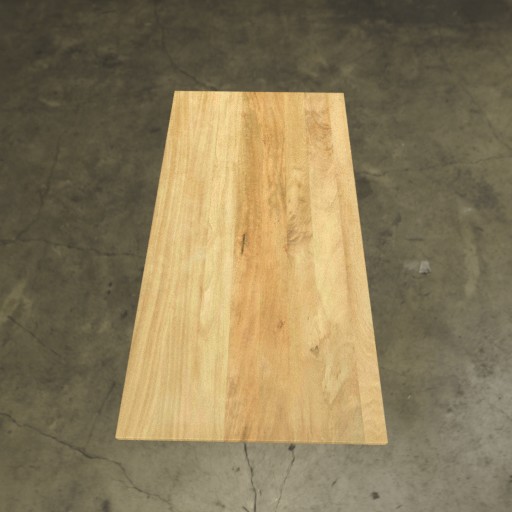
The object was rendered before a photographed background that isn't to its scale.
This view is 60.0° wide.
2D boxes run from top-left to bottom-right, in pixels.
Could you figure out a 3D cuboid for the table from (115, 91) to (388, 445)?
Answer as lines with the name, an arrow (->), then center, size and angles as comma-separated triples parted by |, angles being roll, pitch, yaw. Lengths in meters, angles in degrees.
table -> 0.000, 0.000, 1.654 | 0.699, 0.400, 1.348 | 1, 59, 1
